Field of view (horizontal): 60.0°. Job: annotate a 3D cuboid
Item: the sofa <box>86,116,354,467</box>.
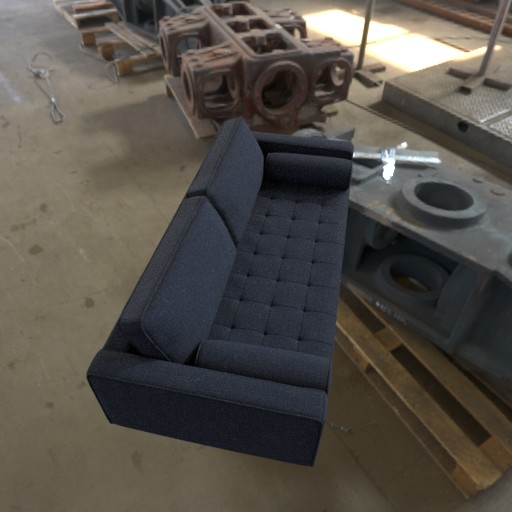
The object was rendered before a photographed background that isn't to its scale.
[{"bbox_3d":[0.000,0.000,2.348,0.914,0.762,1.880,8,45,9],"label":"sofa"}]
